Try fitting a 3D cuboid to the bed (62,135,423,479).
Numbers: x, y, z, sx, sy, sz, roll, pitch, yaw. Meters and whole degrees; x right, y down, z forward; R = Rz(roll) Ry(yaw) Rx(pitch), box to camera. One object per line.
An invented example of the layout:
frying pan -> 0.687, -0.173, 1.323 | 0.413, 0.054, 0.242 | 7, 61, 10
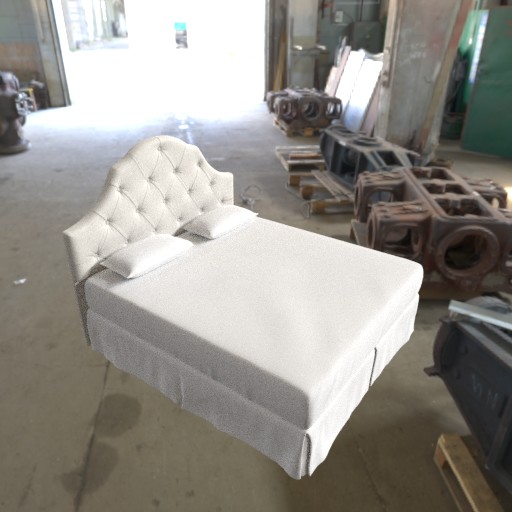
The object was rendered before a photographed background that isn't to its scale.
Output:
bed -> 0.000, 0.000, 3.568 | 2.214, 1.615, 2.008 | 19, 33, 32
